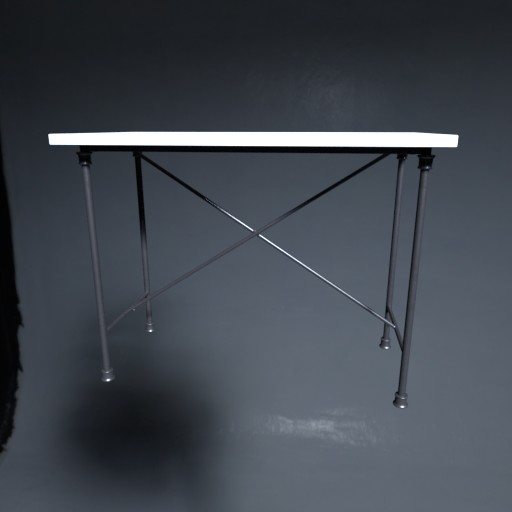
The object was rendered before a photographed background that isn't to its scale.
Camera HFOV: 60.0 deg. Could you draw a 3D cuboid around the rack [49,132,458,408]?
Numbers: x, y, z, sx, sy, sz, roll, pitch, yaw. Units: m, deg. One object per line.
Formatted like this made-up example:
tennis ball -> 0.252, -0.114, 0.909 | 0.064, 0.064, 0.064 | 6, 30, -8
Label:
rack -> 0.000, 0.000, 1.649 | 1.159, 0.880, 0.613 | 2, 16, 8
